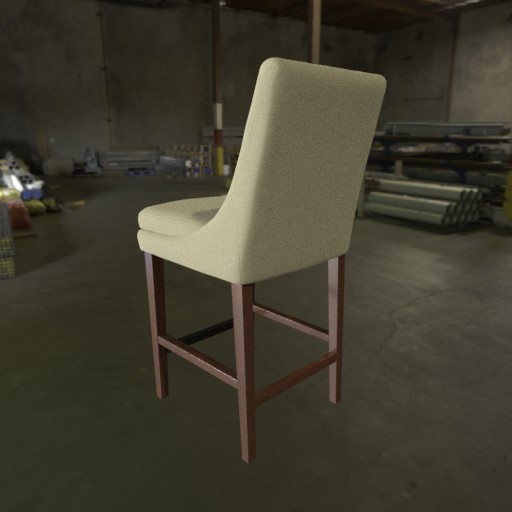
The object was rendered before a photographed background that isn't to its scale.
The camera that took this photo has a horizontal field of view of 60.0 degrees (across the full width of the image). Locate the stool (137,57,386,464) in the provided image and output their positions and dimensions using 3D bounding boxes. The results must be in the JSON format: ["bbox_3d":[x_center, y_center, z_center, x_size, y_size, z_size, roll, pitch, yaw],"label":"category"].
[{"bbox_3d":[0.000,0.000,1.299,0.470,0.981,0.577,-15,21,-42],"label":"stool"}]
